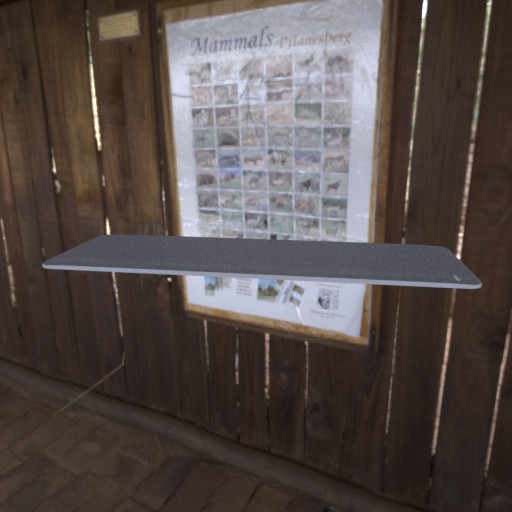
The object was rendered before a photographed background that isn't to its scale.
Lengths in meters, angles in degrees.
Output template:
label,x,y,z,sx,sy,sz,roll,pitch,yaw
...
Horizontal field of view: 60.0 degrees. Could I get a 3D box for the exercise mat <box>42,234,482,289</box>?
label,x,y,z,sx,sy,sz,roll,pitch,yaw
exercise mat,0.000,0.000,2.120,1.884,0.021,0.616,2,16,8
